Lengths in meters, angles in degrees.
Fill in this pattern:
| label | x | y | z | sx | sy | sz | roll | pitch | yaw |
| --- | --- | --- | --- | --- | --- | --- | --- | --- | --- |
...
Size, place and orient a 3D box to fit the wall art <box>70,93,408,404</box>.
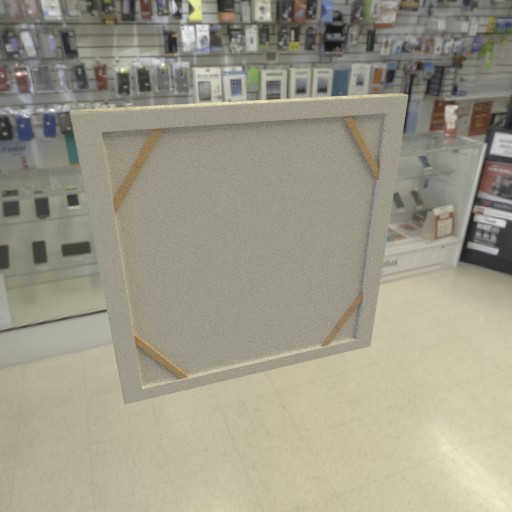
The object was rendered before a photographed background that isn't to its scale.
| label | x | y | z | sx | sy | sz | roll | pitch | yaw |
| --- | --- | --- | --- | --- | --- | --- | --- | --- | --- |
| wall art | 0.000 | 0.000 | 1.643 | 1.092 | 1.091 | 0.051 | -9 | 29 | -17 |
